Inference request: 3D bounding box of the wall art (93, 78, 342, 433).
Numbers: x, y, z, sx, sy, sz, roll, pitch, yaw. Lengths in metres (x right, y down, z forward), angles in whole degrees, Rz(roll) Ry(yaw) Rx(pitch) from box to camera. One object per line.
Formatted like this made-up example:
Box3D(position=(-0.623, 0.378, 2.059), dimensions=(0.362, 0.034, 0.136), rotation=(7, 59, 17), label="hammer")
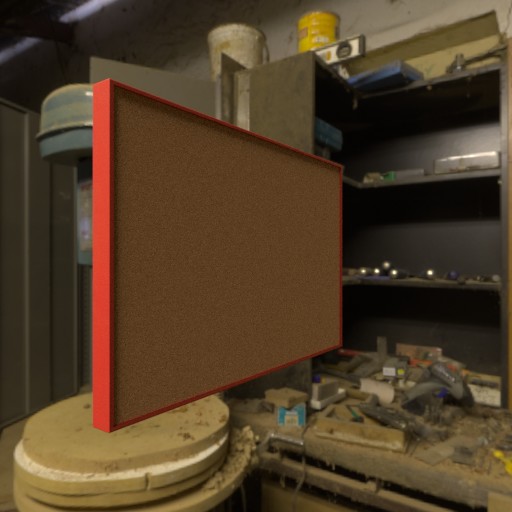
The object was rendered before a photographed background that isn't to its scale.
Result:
Box3D(position=(0.000, 0.000, 0.758), dimensions=(0.033, 0.405, 0.607), rotation=(0, 0, 36), label="wall art")
